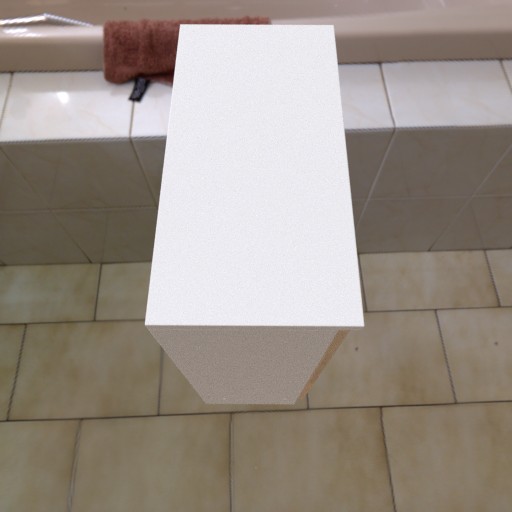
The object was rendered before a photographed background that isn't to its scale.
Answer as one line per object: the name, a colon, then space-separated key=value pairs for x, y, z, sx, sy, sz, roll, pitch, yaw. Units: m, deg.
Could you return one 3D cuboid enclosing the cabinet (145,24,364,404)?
cabinet: x=0.000 y=0.000 z=1.092 sx=0.296 sy=0.815 sz=0.600 roll=0 pitch=64 yaw=0
